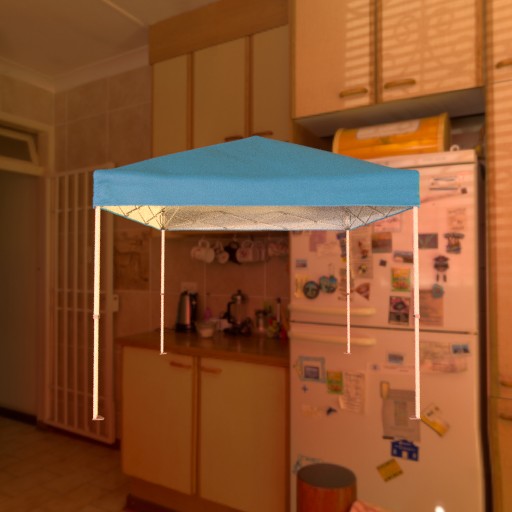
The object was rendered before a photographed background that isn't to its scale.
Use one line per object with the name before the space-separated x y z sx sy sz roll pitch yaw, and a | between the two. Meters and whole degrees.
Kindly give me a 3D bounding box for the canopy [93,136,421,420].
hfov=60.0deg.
canopy | 0.000 0.000 5.504 2.996 2.997 2.998 0 -1 0
